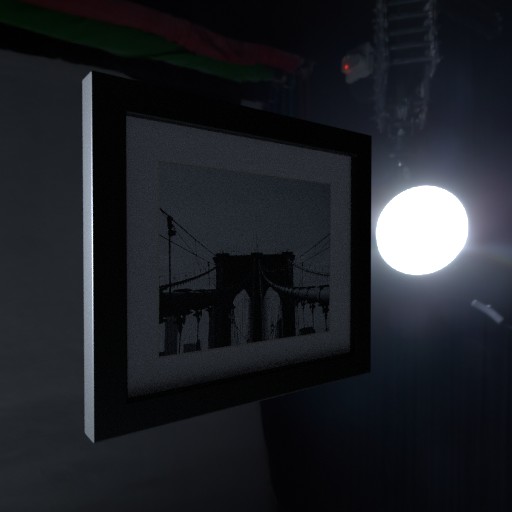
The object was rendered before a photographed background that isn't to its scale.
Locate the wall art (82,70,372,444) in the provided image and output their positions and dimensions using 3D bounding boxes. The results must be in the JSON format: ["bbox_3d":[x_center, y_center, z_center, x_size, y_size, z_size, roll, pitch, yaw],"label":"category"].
[{"bbox_3d":[0.000,0.000,0.516,0.380,0.330,0.028,-1,1,-37],"label":"wall art"}]
